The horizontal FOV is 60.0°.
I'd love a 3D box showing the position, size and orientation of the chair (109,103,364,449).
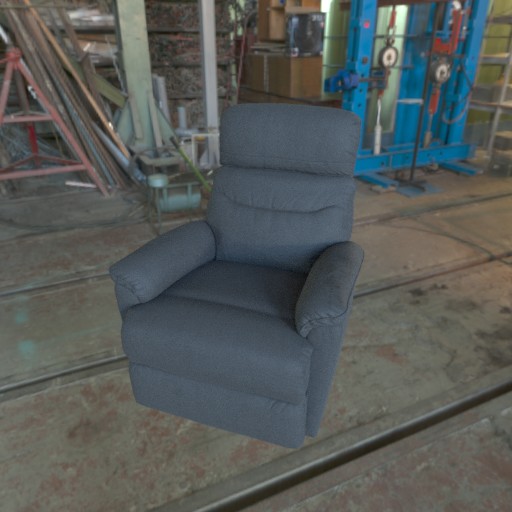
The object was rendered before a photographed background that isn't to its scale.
[{"bbox_3d":[0.000,0.000,1.741,0.820,1.037,1.004,9,28,17],"label":"chair"}]
